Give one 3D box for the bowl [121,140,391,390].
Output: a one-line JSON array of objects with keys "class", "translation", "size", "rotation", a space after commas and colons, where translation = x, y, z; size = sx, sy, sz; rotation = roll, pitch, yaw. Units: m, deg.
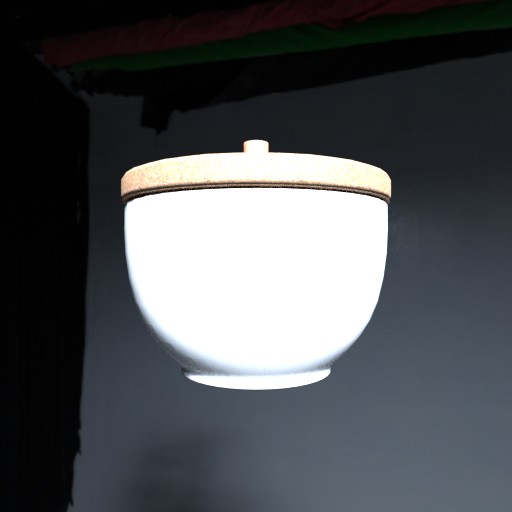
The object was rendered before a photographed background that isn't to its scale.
[{"class": "bowl", "translation": [0.000, 0.000, 0.217], "size": [0.126, 0.110, 0.126], "rotation": [0, 0, 0]}]
